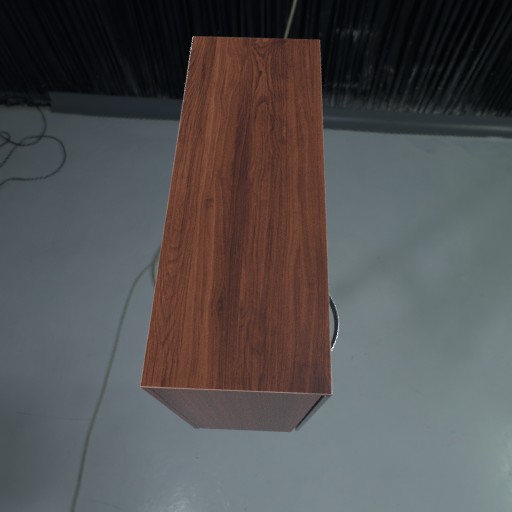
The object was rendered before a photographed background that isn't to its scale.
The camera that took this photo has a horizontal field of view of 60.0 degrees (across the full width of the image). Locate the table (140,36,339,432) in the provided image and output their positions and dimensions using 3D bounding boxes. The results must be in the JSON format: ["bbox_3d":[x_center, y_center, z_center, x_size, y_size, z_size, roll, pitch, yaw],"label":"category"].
[{"bbox_3d":[0.000,0.000,1.350,0.380,0.790,0.930,2,64,1],"label":"table"}]
